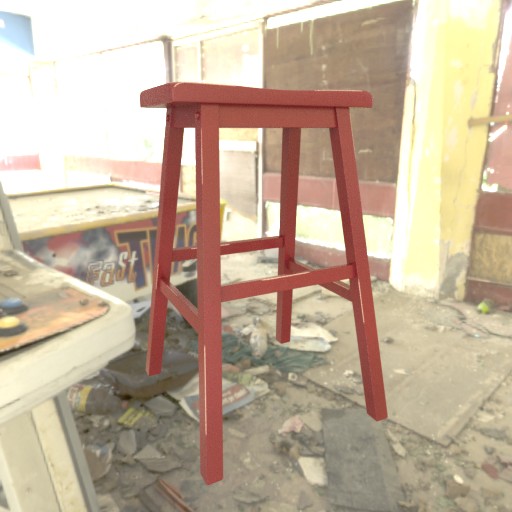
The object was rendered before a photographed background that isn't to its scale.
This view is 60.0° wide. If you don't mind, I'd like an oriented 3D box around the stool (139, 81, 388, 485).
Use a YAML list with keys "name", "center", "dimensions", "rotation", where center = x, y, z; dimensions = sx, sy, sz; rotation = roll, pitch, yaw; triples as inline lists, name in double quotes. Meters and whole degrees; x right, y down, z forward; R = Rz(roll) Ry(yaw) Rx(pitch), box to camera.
- name: "stool"
  center: [0.000, 0.000, 1.052]
  dimensions: [0.457, 0.737, 0.476]
  rotation: [-8, 18, -26]
